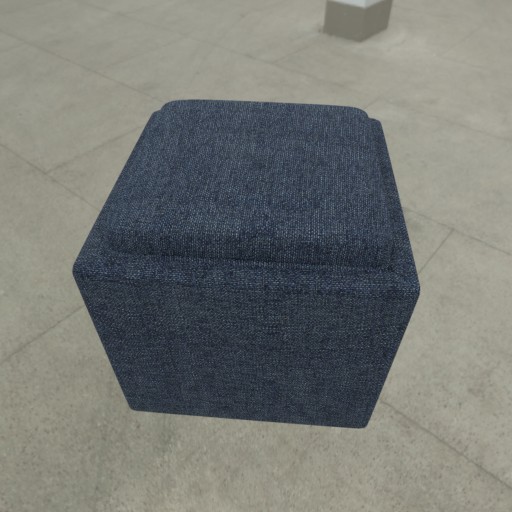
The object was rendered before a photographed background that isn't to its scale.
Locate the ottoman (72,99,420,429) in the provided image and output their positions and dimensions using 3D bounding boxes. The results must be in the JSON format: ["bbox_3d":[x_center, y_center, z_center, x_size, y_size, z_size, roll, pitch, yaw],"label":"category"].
[{"bbox_3d":[0.000,0.000,0.831,0.450,0.460,0.450,3,45,3],"label":"ottoman"}]
